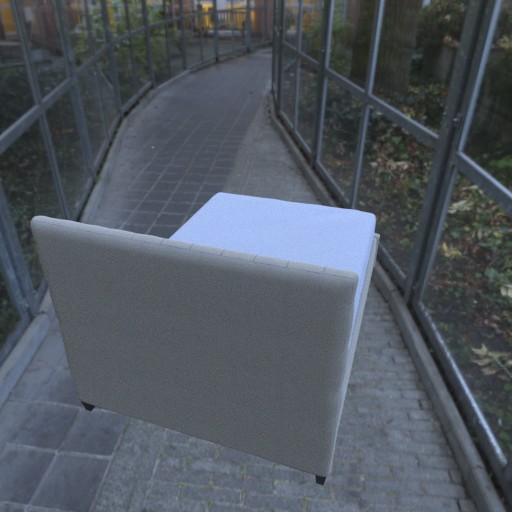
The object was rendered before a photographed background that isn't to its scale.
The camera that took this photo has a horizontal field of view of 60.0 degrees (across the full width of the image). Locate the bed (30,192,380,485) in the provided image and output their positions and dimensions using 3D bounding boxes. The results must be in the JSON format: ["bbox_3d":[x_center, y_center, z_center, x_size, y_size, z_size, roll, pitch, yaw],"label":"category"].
[{"bbox_3d":[0.000,0.000,3.347,1.698,1.427,2.387,10,32,16],"label":"bed"}]
